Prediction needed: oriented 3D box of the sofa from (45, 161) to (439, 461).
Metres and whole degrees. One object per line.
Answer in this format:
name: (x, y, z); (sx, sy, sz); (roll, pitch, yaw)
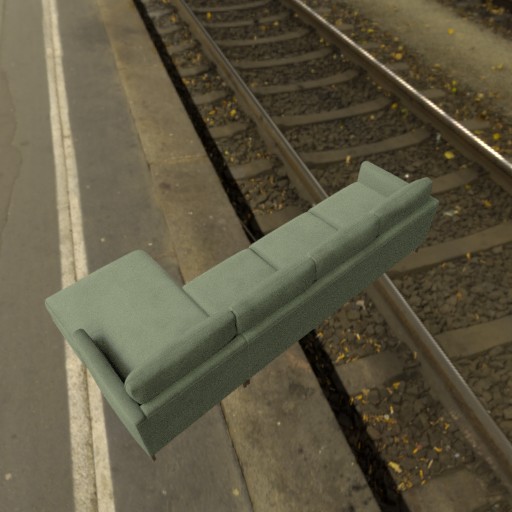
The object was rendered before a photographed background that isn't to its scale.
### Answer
sofa: (0.000, 0.000, 3.260); (2.725, 0.756, 1.255); (-32, 54, -27)
